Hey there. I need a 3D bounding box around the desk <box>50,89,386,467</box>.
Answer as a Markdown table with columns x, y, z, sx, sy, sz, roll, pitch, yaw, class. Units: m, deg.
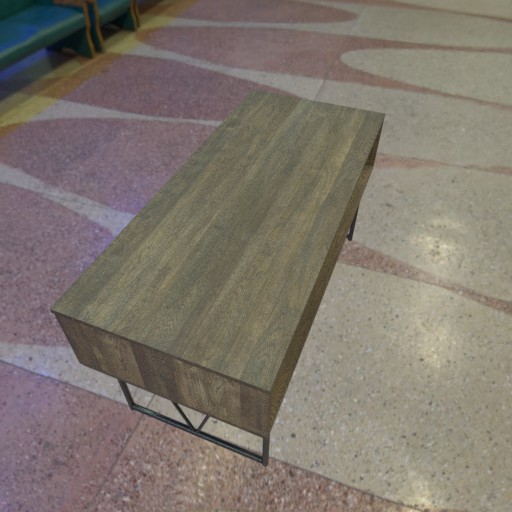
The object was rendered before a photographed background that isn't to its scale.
| x | y | z | sx | sy | sz | roll | pitch | yaw | class |
| --- | --- | --- | --- | --- | --- | --- | --- | --- | --- |
| 0.000 | 0.000 | 2.041 | 0.730 | 0.780 | 1.600 | 16 | 47 | 15 | desk |
